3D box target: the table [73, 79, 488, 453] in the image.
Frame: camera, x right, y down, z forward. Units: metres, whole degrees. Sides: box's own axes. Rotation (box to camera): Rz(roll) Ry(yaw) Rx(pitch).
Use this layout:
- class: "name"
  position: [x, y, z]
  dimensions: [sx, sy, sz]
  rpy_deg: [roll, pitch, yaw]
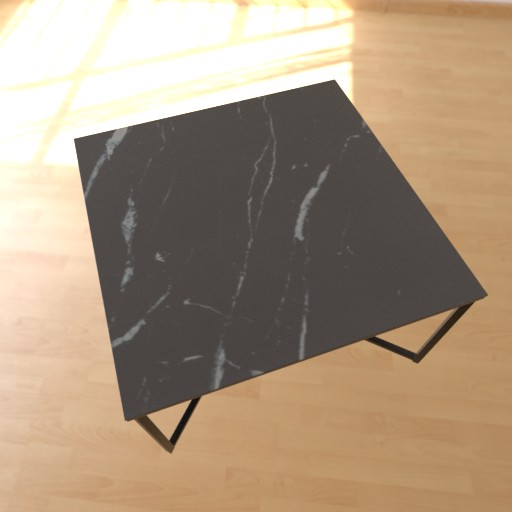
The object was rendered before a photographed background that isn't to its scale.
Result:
- class: "table"
  position: [0.000, 0.000, 1.293]
  dimensions: [0.800, 0.450, 0.800]
  rpy_deg: [-16, 59, -10]
